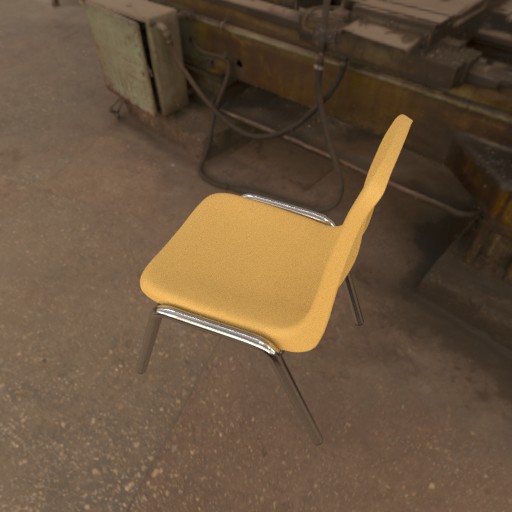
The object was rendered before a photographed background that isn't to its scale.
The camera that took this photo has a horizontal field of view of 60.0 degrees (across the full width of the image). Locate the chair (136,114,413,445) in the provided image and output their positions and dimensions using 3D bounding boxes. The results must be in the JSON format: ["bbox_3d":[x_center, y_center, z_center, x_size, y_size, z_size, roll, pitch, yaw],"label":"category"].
[{"bbox_3d":[0.000,0.000,0.813,0.423,0.586,0.354,18,49,17],"label":"chair"}]
